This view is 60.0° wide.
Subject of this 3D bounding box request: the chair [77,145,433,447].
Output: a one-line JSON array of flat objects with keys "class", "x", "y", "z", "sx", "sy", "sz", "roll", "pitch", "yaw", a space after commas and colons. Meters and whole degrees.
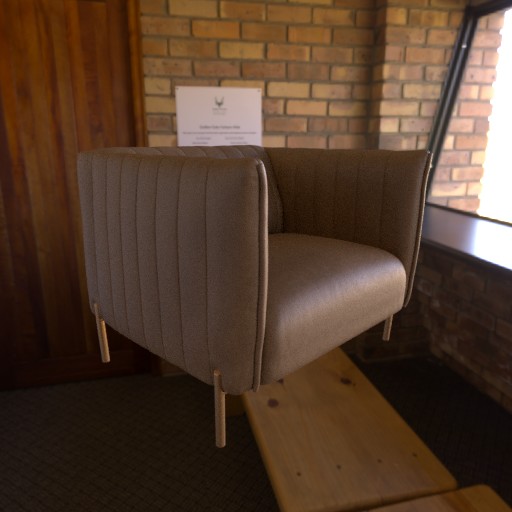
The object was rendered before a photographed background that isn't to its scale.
[{"class": "chair", "x": 0.000, "y": 0.000, "z": 1.634, "sx": 0.876, "sy": 0.779, "sz": 0.981, "roll": 14, "pitch": 21, "yaw": 42}]
